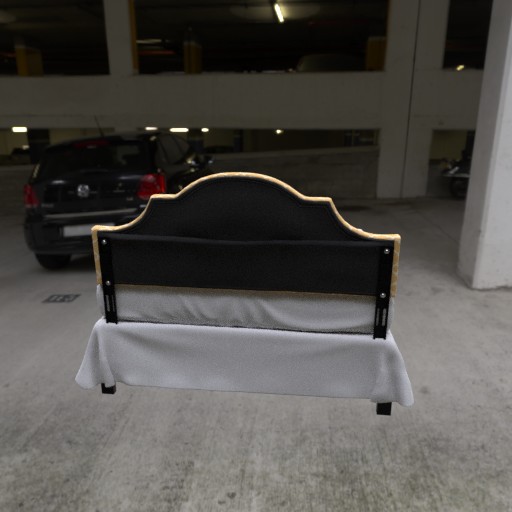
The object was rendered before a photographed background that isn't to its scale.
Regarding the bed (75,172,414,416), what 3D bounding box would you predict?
[{"bbox_3d":[0.000,0.000,3.812,2.314,1.601,2.222,2,16,7],"label":"bed"}]
